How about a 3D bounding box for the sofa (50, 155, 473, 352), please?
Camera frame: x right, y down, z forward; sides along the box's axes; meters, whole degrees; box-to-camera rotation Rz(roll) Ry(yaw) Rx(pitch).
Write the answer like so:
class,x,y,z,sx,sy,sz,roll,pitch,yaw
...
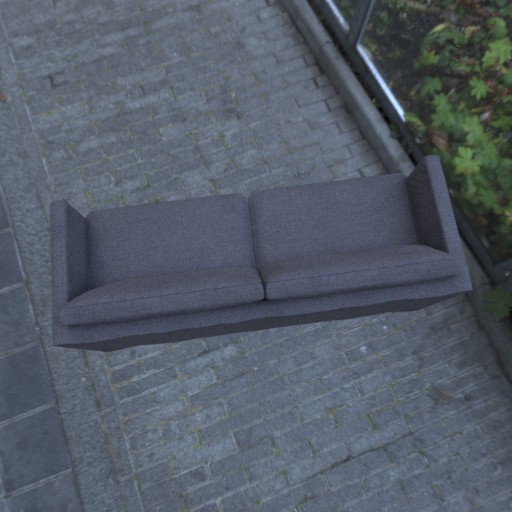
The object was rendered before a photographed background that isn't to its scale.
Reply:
class,x,y,z,sx,sy,sz,roll,pitch,yaw
sofa,0.000,0.000,3.305,2.779,0.998,1.036,-7,76,-2
